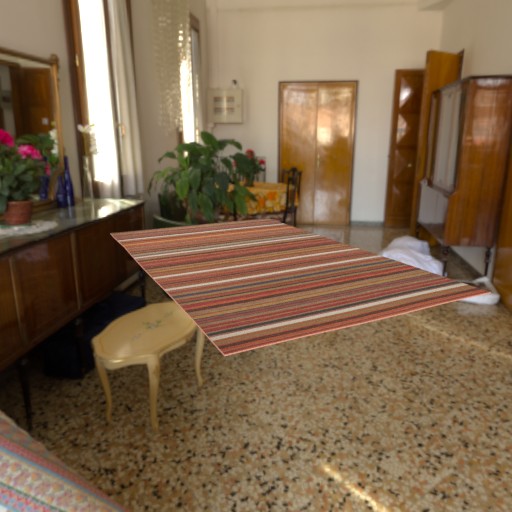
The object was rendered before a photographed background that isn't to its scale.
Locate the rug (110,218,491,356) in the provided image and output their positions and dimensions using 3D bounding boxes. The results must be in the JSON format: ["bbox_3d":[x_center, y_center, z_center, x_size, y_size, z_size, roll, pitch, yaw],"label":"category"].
[{"bbox_3d":[0.000,0.000,3.037,1.523,0.008,2.438,-8,17,-26],"label":"rug"}]
